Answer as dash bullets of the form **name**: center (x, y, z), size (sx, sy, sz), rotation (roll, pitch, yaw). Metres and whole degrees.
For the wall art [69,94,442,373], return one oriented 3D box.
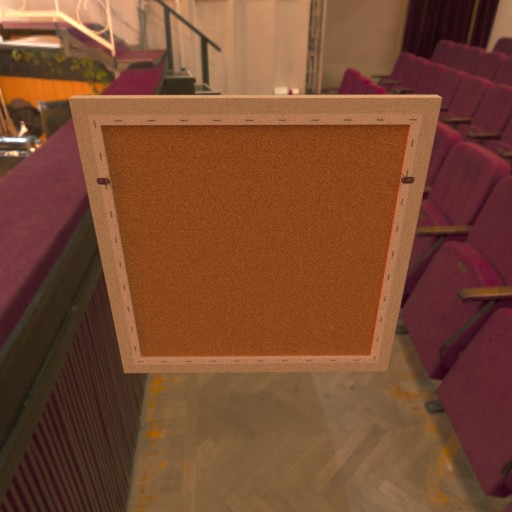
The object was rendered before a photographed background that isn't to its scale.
- **wall art**: center (0.000, 0.000, 1.476), size (1.016, 1.016, 0.045), rotation (0, 30, 0)
